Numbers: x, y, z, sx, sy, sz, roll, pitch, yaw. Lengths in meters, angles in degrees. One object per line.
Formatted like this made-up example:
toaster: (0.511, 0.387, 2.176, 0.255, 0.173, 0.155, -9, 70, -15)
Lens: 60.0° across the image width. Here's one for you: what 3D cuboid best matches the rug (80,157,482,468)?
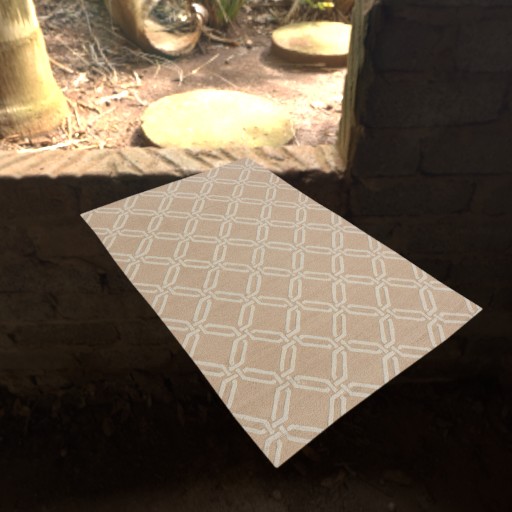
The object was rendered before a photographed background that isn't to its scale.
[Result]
rug: (0.000, 0.000, 2.170, 1.146, 0.010, 1.745, -26, 46, -27)
